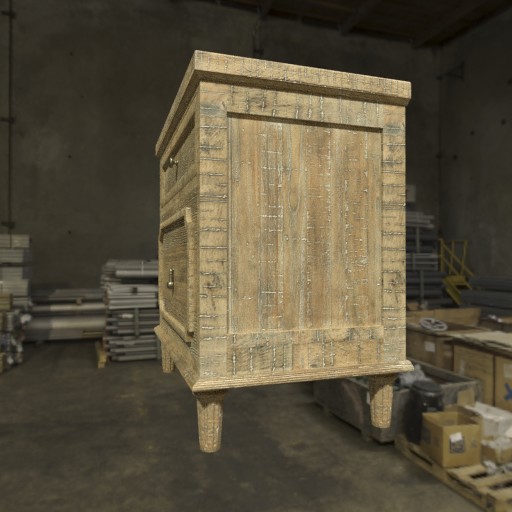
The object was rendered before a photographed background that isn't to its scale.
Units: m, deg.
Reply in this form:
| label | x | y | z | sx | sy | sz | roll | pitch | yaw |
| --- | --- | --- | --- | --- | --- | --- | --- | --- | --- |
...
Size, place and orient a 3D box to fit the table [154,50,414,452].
| label | x | y | z | sx | sy | sz | roll | pitch | yaw |
| --- | --- | --- | --- | --- | --- | --- | --- | --- | --- |
| table | 0.000 | 0.000 | 1.153 | 0.457 | 0.711 | 0.686 | 0 | 0 | -18 |
